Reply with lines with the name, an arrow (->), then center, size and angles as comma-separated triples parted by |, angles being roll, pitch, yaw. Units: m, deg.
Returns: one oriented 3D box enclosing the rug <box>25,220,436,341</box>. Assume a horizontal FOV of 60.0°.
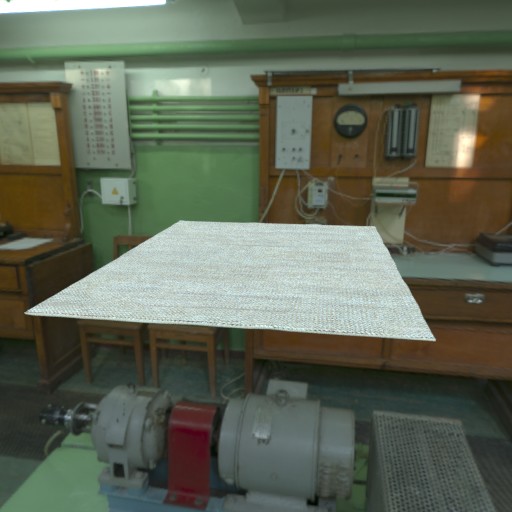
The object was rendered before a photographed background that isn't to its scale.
rug -> 0.000, 0.000, 3.998 | 2.429, 0.030, 3.052 | 2, 15, 8
